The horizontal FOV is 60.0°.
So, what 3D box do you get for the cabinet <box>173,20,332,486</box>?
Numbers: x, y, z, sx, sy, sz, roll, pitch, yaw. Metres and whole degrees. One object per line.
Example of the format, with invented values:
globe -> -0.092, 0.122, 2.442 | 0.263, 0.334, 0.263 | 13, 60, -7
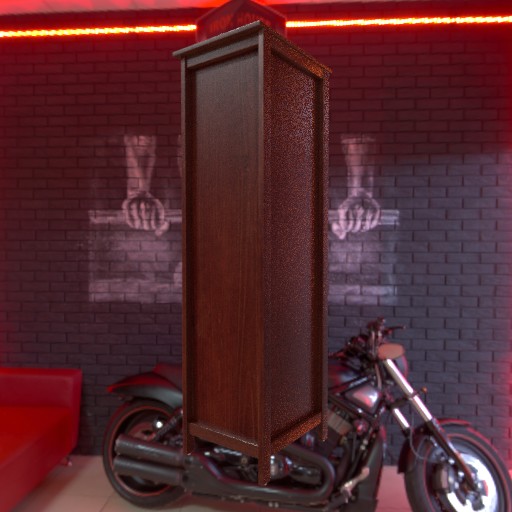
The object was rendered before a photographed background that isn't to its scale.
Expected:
cabinet -> 0.000, 0.000, 1.748 | 0.401, 1.518, 0.500 | 1, 2, 37
